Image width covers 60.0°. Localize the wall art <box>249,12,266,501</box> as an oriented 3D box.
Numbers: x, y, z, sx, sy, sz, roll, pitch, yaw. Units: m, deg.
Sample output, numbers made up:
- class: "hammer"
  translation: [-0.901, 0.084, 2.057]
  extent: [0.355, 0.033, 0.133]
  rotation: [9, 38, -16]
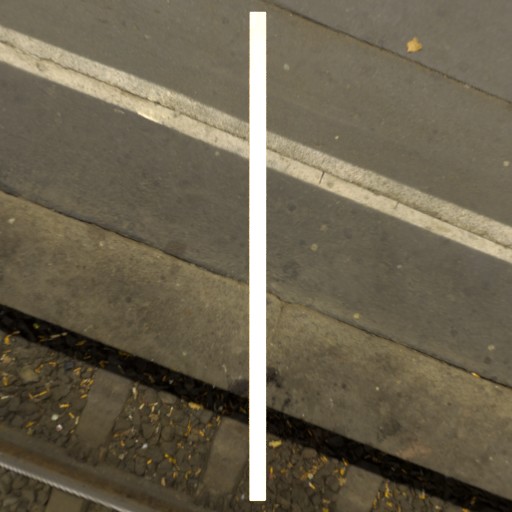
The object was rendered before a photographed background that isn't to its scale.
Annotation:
- class: "wall art"
  translation: [0.000, 0.000, 1.413]
  extent: [0.041, 0.758, 1.142]
  rotation: [0, 91, -1]
